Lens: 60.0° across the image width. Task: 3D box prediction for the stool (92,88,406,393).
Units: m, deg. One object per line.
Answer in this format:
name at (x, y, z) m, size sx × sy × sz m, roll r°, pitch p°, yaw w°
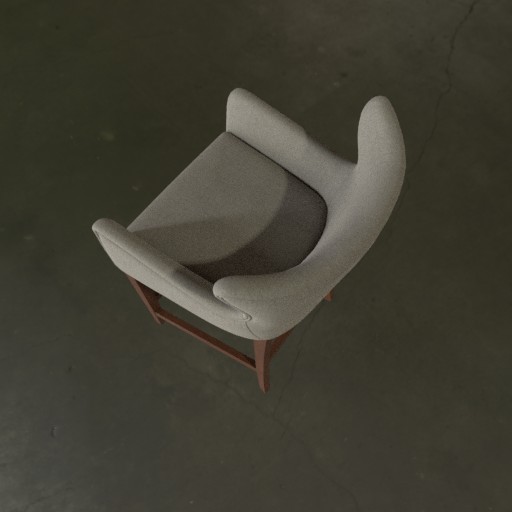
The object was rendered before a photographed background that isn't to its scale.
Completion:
stool at (0.000, 0.000, 1.296) m, size 0.575 × 0.951 × 0.575 m, roll 33°, pitch 68°, yaw 15°
